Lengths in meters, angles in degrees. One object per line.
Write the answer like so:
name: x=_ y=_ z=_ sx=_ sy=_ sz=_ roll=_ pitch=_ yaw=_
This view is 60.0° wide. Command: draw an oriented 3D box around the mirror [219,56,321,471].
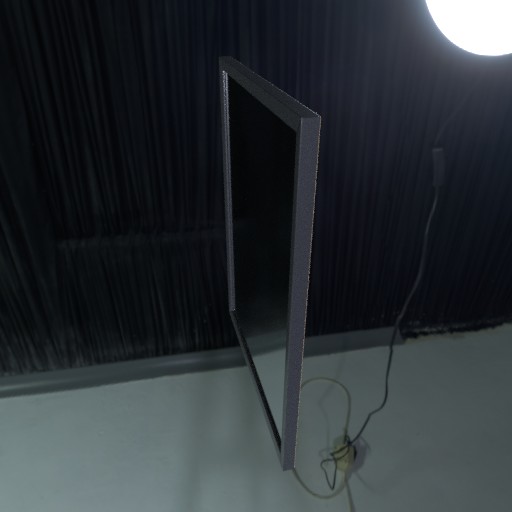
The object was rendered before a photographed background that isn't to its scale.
mirror: x=0.000 y=0.000 z=1.342 sx=0.040 sy=1.016 sz=0.762 roll=-8 pitch=33 yaw=-13
